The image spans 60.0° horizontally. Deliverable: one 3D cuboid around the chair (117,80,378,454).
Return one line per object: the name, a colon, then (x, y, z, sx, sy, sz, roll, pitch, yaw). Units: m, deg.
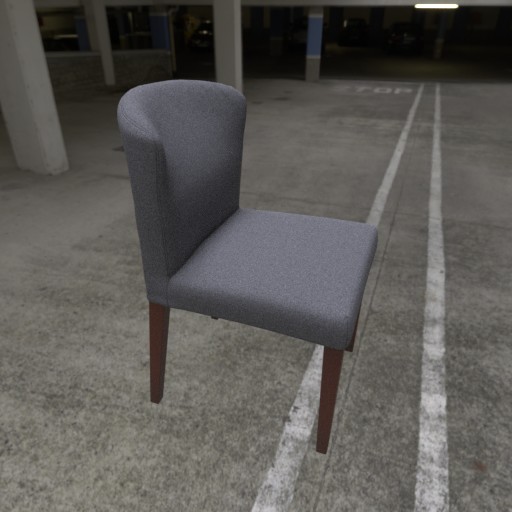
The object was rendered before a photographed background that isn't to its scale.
chair: (0.000, 0.000, 1.184, 0.592, 0.839, 0.491, 10, 32, 17)
